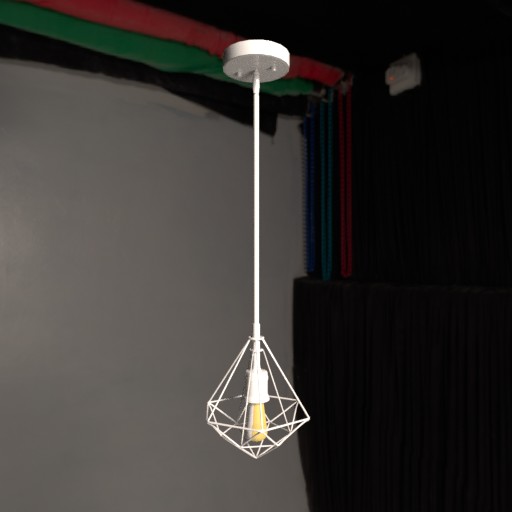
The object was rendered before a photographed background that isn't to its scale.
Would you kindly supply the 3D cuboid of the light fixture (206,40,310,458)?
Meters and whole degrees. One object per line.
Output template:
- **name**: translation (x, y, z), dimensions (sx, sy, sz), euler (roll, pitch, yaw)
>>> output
- **light fixture**: translation (0.000, 0.000, 1.947), dimensions (0.487, 1.764, 0.431), euler (1, -1, -35)
